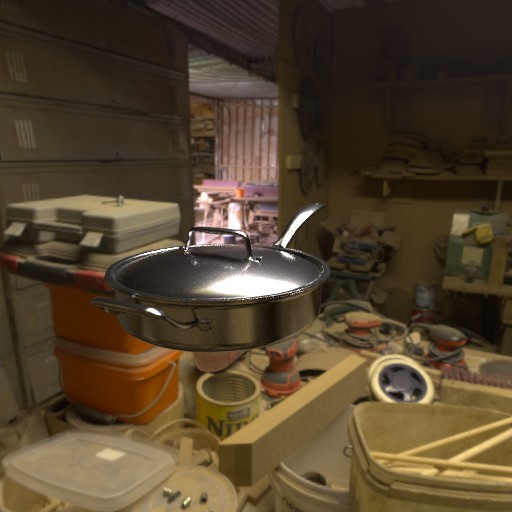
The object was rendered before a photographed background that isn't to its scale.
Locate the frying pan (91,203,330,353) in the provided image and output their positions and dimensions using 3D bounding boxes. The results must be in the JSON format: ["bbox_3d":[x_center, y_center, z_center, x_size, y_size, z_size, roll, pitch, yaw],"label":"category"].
[{"bbox_3d":[0.000,0.000,0.657,0.280,0.114,0.561,7,15,27],"label":"frying pan"}]
